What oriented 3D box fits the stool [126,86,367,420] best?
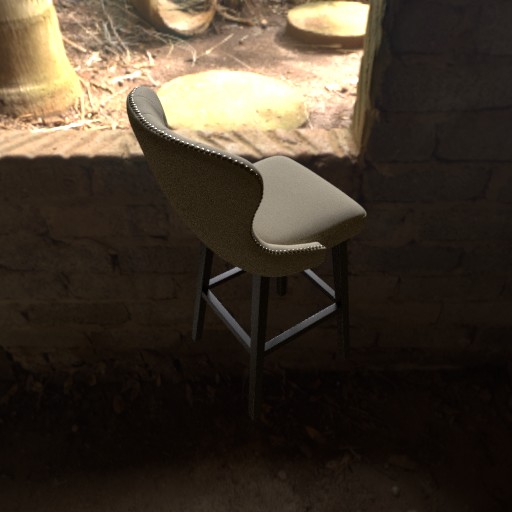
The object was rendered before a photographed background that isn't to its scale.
[{"bbox_3d":[0.000,0.000,1.423,0.605,1.066,0.528,-25,48,-25],"label":"stool"}]
